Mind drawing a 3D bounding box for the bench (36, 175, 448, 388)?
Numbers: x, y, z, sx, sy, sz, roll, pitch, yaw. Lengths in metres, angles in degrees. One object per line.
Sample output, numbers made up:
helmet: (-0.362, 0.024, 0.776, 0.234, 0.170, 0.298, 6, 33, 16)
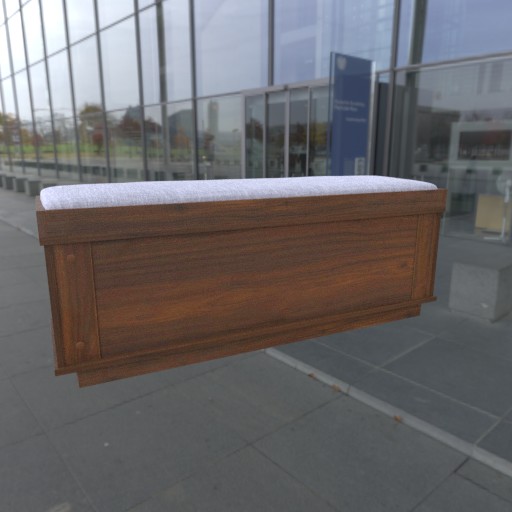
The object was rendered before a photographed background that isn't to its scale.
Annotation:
bench: (0.000, 0.000, 1.384, 1.196, 0.468, 0.367, -6, 15, -25)
